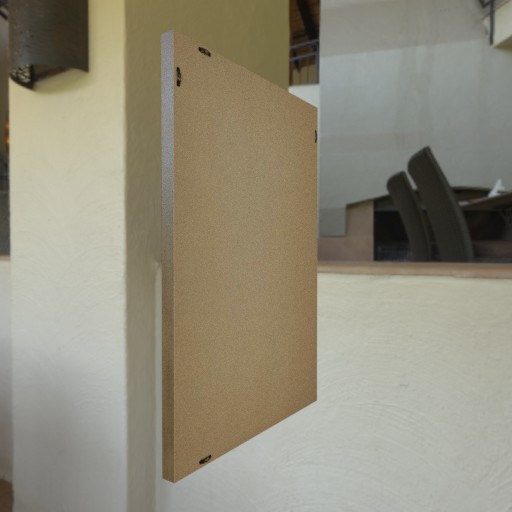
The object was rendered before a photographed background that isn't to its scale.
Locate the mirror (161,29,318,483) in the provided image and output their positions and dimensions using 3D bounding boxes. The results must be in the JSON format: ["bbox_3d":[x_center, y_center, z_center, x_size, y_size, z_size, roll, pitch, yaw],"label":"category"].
[{"bbox_3d":[0.000,0.000,1.147,0.041,0.915,0.609,1,1,36],"label":"mirror"}]
